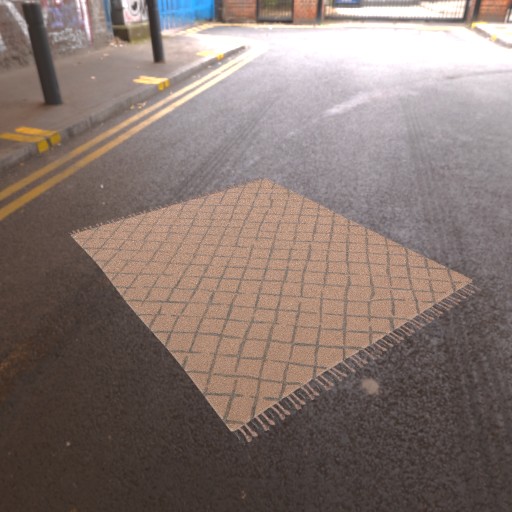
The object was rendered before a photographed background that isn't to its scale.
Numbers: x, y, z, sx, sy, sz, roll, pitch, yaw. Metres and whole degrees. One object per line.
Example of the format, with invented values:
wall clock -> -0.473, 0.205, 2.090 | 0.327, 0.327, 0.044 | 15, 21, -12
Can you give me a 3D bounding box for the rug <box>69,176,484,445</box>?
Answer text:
rug -> 0.000, 0.000, 4.773 | 2.892, 0.036, 3.585 | -22, 38, -31
